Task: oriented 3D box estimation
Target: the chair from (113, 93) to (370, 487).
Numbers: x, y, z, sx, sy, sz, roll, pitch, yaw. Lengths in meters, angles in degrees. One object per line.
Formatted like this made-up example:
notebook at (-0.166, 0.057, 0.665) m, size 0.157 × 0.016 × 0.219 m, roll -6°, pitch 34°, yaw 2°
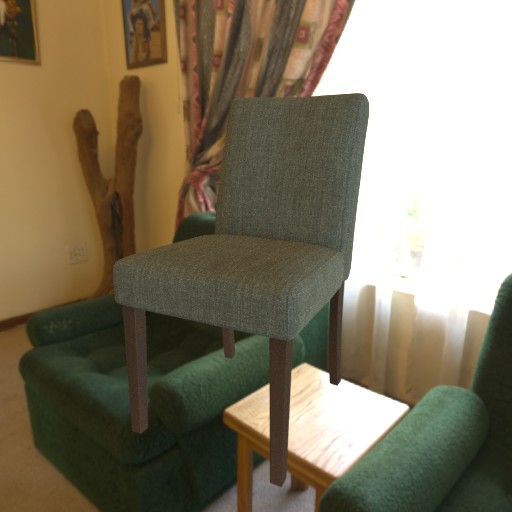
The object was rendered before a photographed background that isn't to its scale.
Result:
chair at (0.000, 0.000, 1.236) m, size 0.487 × 0.884 × 0.629 m, roll 8°, pitch 17°, yaw 26°
